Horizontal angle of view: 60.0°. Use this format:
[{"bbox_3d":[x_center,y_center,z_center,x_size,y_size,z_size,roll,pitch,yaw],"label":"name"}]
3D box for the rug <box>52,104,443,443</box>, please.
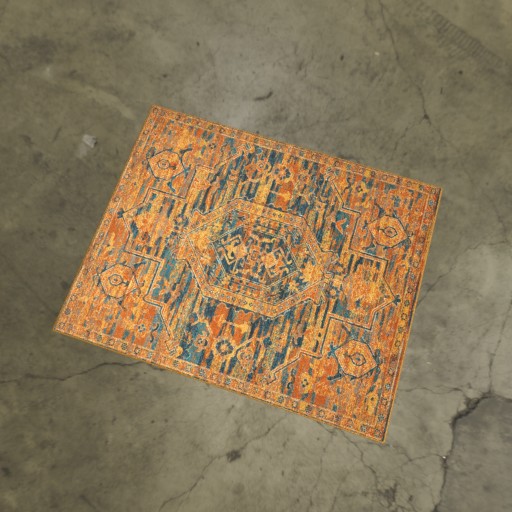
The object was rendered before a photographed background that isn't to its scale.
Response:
[{"bbox_3d":[0.000,0.000,4.132,3.040,0.031,2.435,17,75,5],"label":"rug"}]
